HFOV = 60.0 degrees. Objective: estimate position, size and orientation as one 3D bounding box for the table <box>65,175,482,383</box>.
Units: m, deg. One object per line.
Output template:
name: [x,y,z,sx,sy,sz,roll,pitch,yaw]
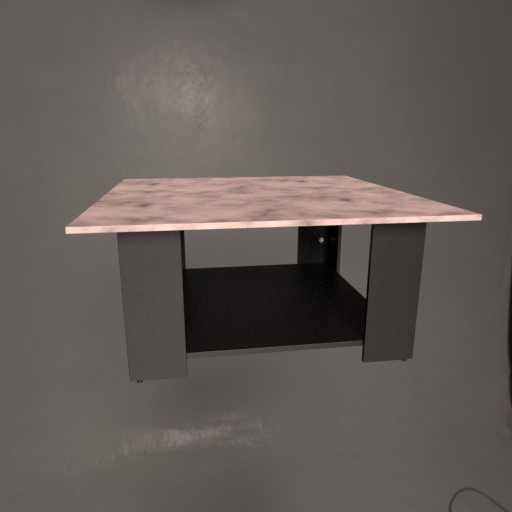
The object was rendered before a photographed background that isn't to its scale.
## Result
table: [0.000,0.000,1.059,0.670,0.305,0.670,-2,16,-8]
